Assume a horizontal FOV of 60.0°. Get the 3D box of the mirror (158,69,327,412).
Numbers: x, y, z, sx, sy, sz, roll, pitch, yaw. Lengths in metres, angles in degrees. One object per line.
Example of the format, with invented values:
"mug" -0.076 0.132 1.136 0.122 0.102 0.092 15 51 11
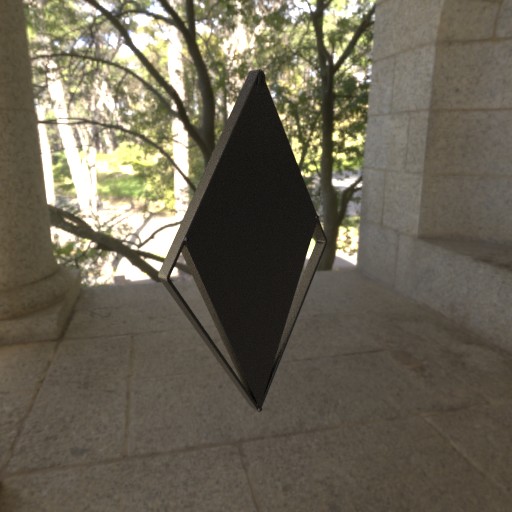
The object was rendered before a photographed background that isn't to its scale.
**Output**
"mirror" 0.000 0.000 0.866 0.419 0.679 0.032 -13 19 -42
